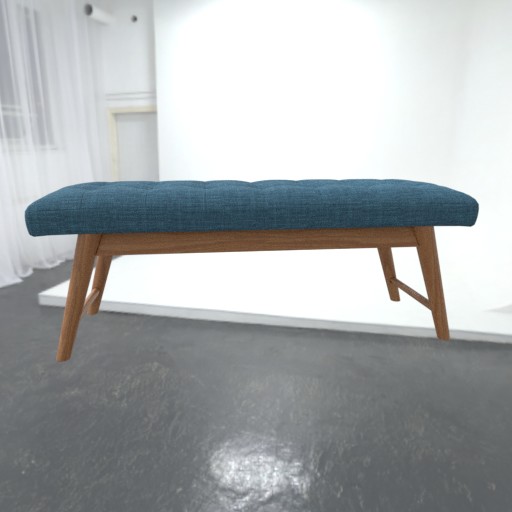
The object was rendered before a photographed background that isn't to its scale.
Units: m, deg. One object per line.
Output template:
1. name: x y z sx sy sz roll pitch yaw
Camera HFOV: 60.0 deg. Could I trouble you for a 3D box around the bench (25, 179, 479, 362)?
1. bench: 0.000 0.000 1.305 1.118 0.432 0.406 -2 14 -7
